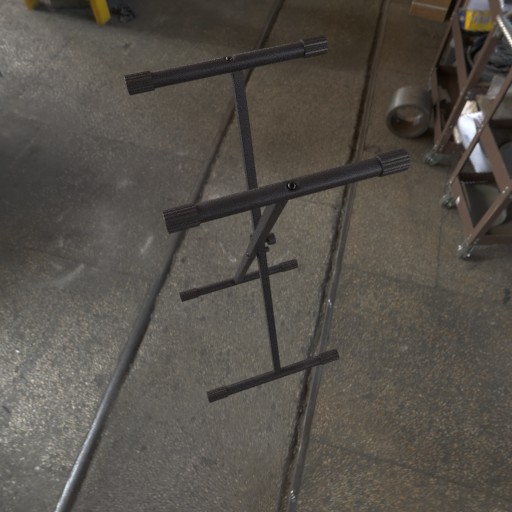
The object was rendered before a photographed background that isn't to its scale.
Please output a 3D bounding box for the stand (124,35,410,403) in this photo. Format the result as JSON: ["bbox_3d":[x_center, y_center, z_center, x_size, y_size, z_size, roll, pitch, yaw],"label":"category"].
[{"bbox_3d":[0.000,0.000,1.153,0.449,0.940,0.409,-16,60,-10],"label":"stand"}]
